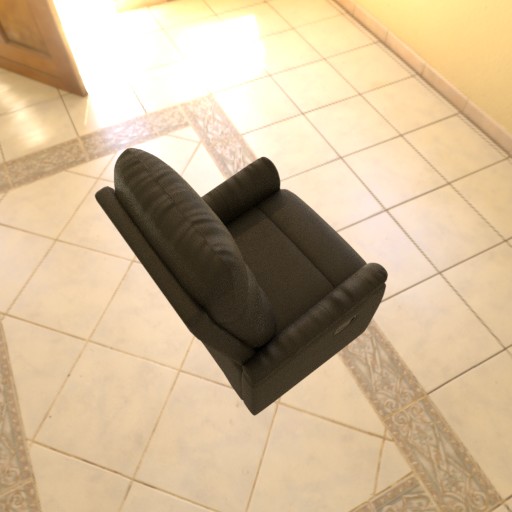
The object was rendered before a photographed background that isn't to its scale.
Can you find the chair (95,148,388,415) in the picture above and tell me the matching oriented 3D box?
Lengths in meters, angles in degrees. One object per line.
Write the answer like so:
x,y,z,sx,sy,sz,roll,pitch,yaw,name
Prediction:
0.000,0.000,1.693,0.831,1.082,0.775,-32,63,-19,chair
